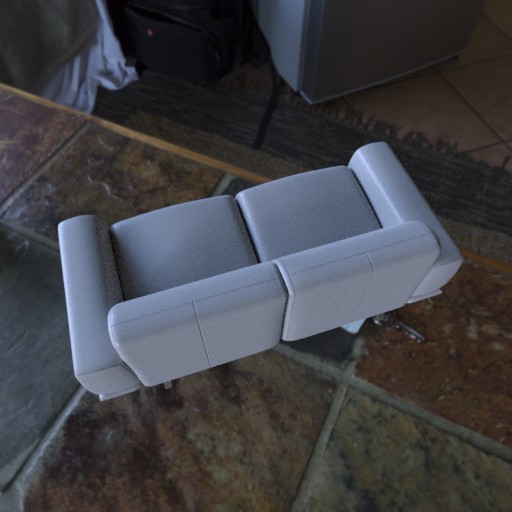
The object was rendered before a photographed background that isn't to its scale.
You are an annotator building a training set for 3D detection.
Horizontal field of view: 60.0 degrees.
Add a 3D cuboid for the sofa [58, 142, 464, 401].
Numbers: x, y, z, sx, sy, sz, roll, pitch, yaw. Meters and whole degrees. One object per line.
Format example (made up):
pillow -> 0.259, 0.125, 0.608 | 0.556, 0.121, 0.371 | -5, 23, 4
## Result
sofa -> 0.000, 0.000, 2.361 | 1.901, 0.772, 0.900 | -16, 60, -9
